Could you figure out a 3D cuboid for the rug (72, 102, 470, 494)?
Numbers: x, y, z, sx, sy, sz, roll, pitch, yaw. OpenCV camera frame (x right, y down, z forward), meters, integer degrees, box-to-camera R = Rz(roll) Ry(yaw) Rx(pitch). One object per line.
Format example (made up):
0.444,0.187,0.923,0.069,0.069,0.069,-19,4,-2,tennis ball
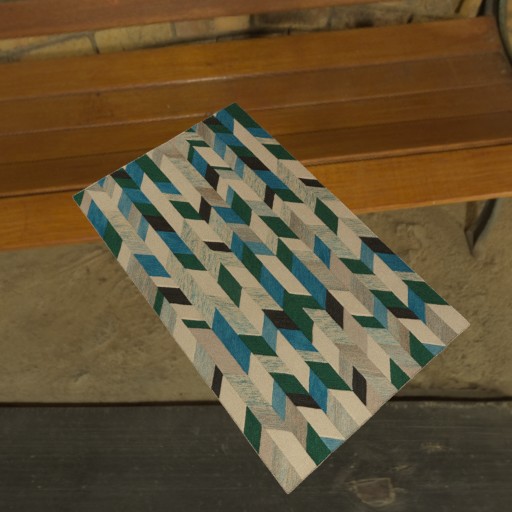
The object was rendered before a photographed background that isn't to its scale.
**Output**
0.000,0.000,2.995,1.507,0.007,2.433,-35,68,-16,rug
